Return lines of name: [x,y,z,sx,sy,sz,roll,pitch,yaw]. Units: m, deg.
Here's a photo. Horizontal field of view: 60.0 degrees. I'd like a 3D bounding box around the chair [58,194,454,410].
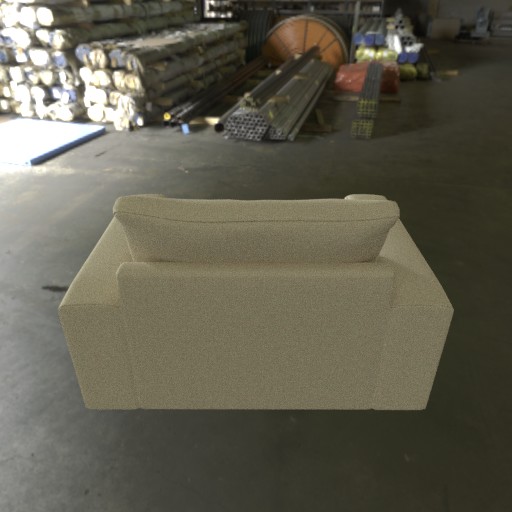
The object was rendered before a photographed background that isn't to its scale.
chair: [0.000,0.000,2.042,1.398,0.915,1.039,0,31,0]
